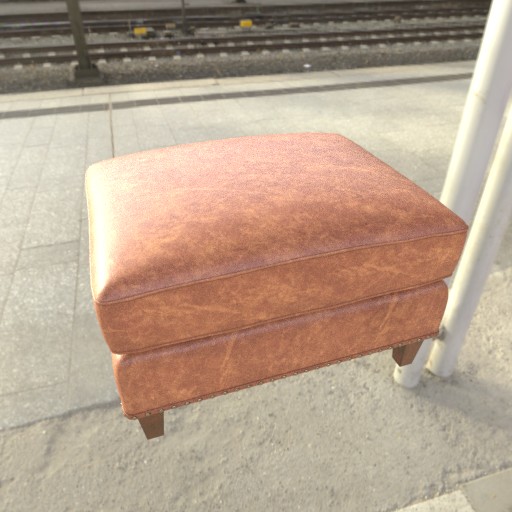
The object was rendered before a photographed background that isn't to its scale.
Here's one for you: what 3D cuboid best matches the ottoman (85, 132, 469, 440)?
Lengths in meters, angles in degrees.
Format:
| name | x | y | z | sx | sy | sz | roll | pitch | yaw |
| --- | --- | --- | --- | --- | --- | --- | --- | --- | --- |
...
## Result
| name | x | y | z | sx | sy | sz | roll | pitch | yaw |
| --- | --- | --- | --- | --- | --- | --- | --- | --- | --- |
| ottoman | 0.000 | 0.000 | 1.110 | 0.742 | 0.486 | 0.586 | -11 | 36 | -15 |
